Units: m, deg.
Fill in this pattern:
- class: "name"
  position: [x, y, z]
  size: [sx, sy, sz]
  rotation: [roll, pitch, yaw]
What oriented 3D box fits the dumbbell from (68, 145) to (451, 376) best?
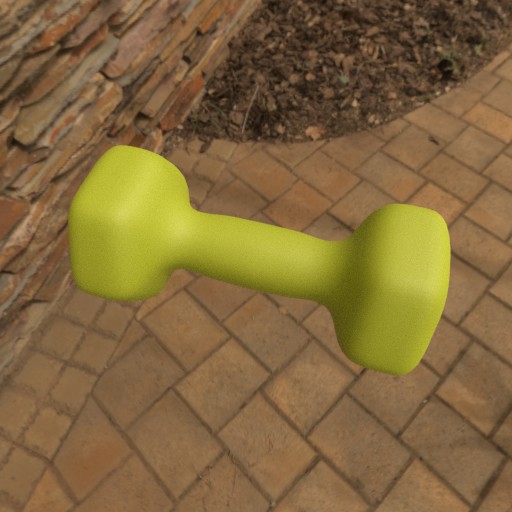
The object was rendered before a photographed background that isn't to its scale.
- class: "dumbbell"
  position: [0.000, 0.000, 0.208]
  size: [0.164, 0.072, 0.080]
  rotation: [14, 58, 9]
